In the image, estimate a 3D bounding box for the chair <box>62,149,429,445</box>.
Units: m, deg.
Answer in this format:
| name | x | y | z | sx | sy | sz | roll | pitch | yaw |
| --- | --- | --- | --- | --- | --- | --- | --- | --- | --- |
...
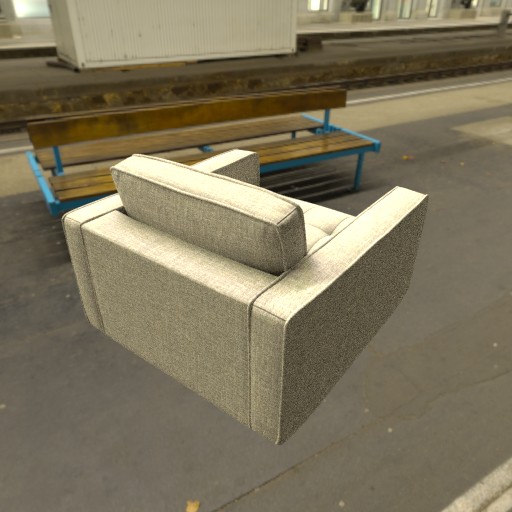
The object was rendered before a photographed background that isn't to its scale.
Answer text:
| name | x | y | z | sx | sy | sz | roll | pitch | yaw |
| --- | --- | --- | --- | --- | --- | --- | --- | --- | --- |
| chair | 0.000 | 0.000 | 1.577 | 0.889 | 0.765 | 0.914 | 21 | 37 | 31 |
